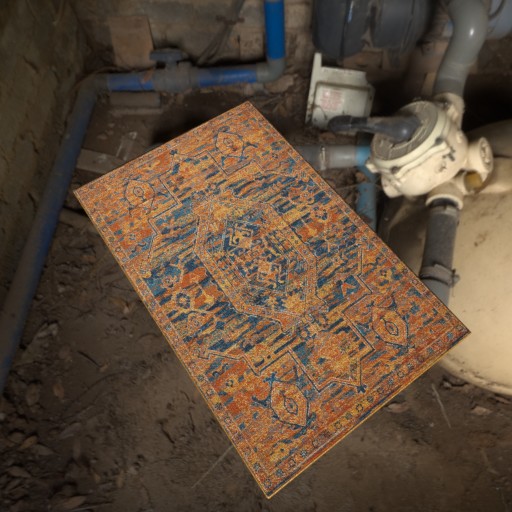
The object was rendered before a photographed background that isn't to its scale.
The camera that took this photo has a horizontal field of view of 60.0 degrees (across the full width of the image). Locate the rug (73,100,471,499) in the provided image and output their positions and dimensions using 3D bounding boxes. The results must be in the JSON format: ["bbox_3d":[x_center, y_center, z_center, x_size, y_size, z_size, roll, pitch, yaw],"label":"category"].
[{"bbox_3d":[0.000,0.000,1.065,0.557,0.008,0.863,-32,67,-15],"label":"rug"}]
